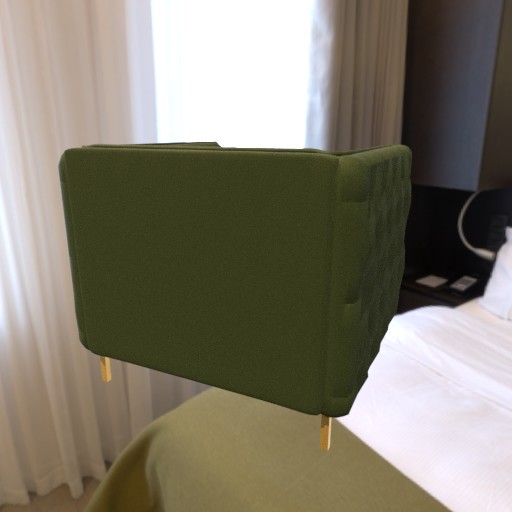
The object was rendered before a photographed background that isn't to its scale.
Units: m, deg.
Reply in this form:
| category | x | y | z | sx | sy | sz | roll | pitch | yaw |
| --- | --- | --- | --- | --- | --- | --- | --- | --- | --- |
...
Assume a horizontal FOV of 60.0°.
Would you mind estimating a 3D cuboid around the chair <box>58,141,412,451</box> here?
| category | x | y | z | sx | sy | sz | roll | pitch | yaw |
| --- | --- | --- | --- | --- | --- | --- | --- | --- | --- |
| chair | 0.000 | 0.000 | 1.539 | 0.917 | 0.768 | 0.855 | 8 | 18 | 25 |
